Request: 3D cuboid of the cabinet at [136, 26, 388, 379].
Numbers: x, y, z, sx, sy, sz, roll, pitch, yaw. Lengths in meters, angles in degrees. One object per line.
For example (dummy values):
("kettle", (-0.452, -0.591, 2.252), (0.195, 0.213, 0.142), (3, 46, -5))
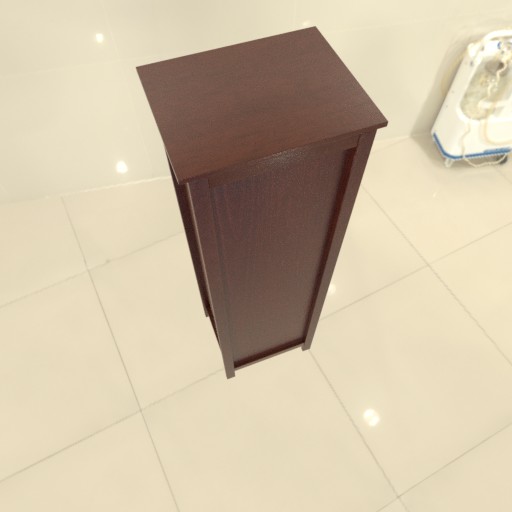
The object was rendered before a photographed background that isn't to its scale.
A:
("cabinet", (0.000, 0.000, 1.717), (0.500, 1.518, 0.401), (-18, 60, -11))
